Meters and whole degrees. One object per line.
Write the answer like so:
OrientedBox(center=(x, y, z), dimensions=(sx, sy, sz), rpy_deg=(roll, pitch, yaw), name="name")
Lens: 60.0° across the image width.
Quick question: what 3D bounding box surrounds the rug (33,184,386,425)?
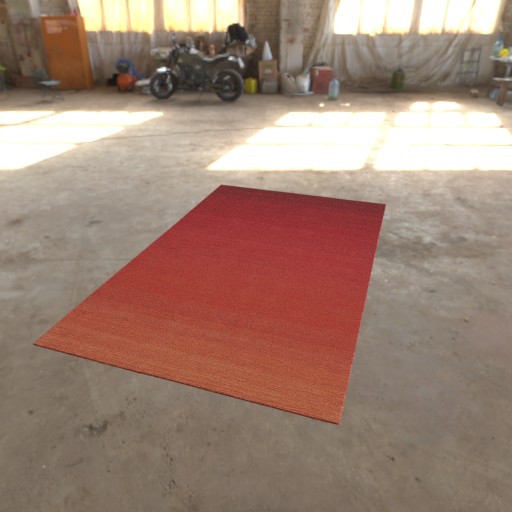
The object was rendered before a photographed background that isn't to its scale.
OrientedBox(center=(0.000, 0.000, 3.004), dimensions=(1.531, 0.010, 2.442), rpy_deg=(9, 30, 16), name="rug")
